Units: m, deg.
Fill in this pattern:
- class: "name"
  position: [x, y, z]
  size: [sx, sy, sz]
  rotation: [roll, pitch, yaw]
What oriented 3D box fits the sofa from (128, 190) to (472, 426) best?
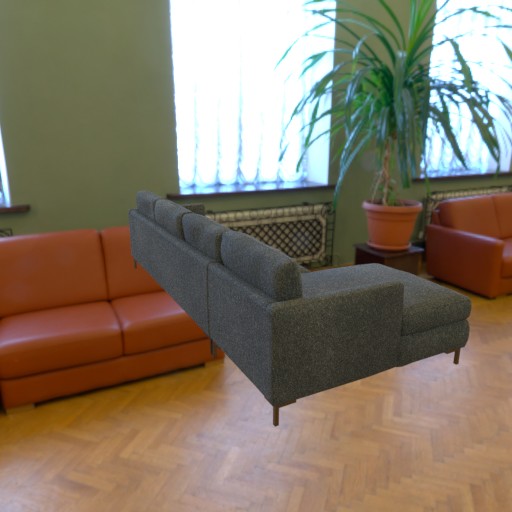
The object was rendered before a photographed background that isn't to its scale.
- class: "sofa"
  position: [0.000, 0.000, 3.507]
  size: [1.350, 0.810, 2.932]
  rotation: [-8, 18, -27]
